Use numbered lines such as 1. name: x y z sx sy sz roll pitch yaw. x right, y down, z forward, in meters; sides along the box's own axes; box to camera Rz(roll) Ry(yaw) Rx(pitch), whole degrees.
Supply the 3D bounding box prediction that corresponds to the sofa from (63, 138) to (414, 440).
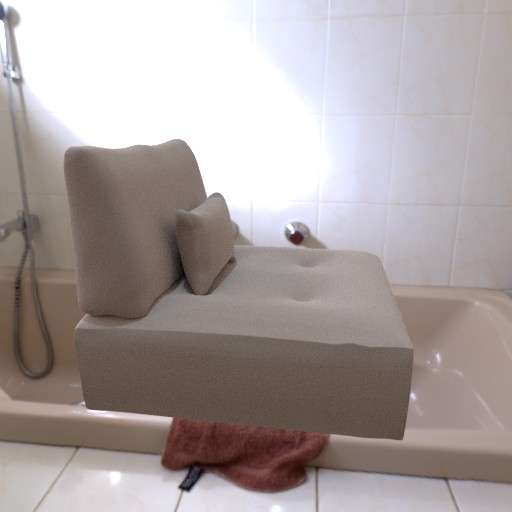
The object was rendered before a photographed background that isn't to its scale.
1. sofa: 0.000 0.000 1.656 1.000 0.828 0.935 3 16 9
